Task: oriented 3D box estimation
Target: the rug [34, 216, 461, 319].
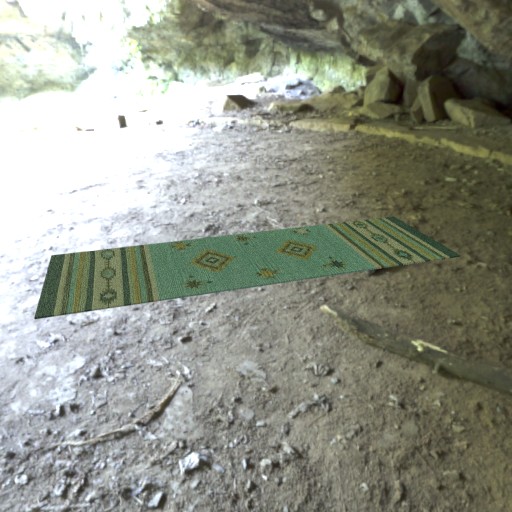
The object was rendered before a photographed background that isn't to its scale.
[{"bbox_3d":[0.000,0.000,2.763,2.441,0.010,0.744,-7,26,-15],"label":"rug"}]
